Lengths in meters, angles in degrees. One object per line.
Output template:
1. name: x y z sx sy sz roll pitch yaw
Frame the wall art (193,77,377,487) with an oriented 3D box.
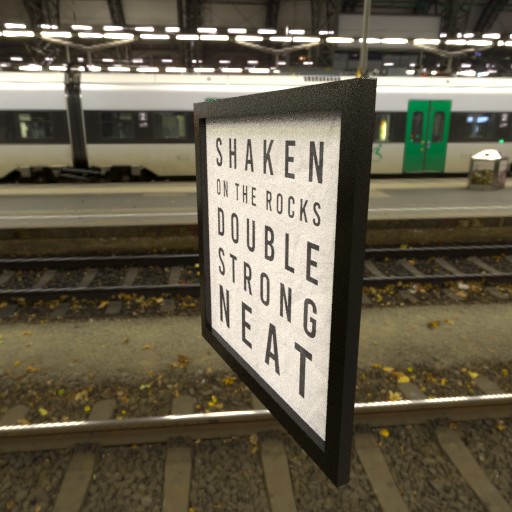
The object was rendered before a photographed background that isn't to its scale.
1. wall art: 0.000 0.000 0.508 0.014 0.349 0.349 -8 18 -26
